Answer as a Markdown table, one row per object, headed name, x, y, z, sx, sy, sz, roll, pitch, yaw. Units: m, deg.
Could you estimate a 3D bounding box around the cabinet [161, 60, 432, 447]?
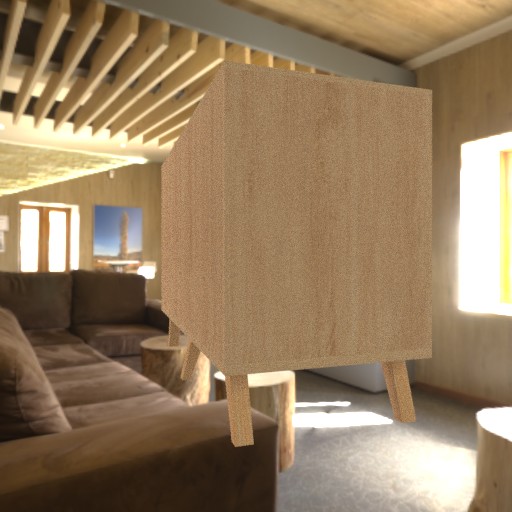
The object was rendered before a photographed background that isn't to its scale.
| name | x | y | z | sx | sy | sz | roll | pitch | yaw |
| --- | --- | --- | --- | --- | --- | --- | --- | --- | --- |
| cabinet | 0.000 | 0.000 | 1.486 | 0.500 | 0.780 | 1.110 | 0 | 0 | -18 |
